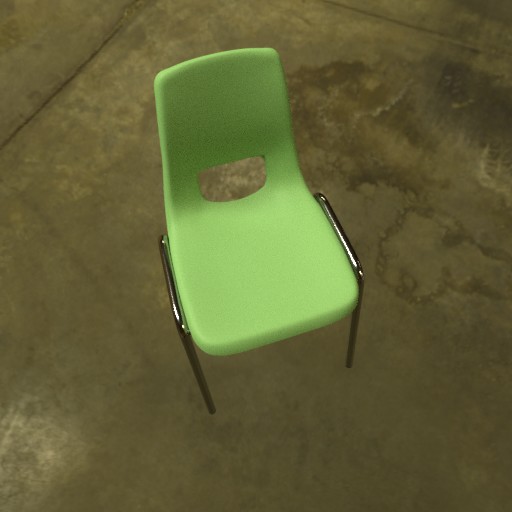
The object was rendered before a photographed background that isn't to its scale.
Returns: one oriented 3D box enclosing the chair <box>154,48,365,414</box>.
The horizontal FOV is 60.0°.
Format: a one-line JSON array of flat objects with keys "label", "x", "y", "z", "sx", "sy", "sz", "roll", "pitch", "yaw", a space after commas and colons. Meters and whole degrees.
[{"label": "chair", "x": 0.000, "y": 0.000, "z": 0.914, "sx": 0.381, "sy": 0.653, "sz": 0.436, "roll": -16, "pitch": 63, "yaw": -8}]
